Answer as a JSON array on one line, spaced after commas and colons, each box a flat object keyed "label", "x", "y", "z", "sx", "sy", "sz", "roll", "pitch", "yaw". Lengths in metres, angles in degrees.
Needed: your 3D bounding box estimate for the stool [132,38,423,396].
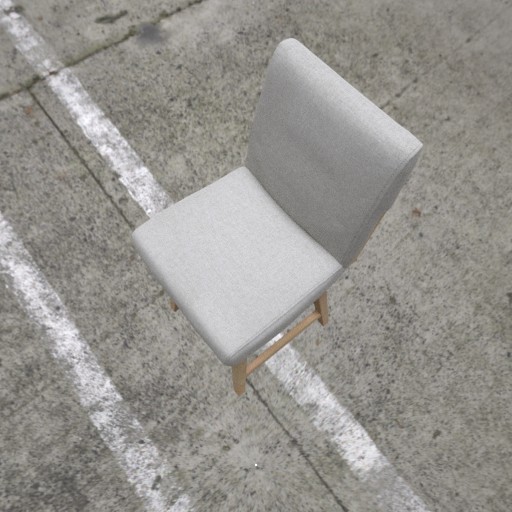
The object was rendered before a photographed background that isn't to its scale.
[{"label": "stool", "x": 0.000, "y": 0.000, "z": 1.434, "sx": 0.606, "sy": 1.085, "sz": 0.507, "roll": -36, "pitch": 70, "yaw": -16}]
